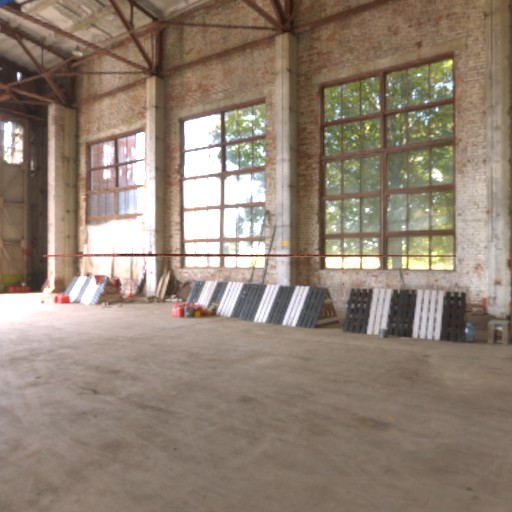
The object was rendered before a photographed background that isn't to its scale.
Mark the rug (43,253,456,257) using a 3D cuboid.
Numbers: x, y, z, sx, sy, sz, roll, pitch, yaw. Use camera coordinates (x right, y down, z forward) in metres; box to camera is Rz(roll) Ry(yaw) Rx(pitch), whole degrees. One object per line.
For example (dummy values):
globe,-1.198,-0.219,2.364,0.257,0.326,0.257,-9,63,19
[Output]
rug,0.000,0.000,3.076,2.442,0.010,1.531,0,0,-36
